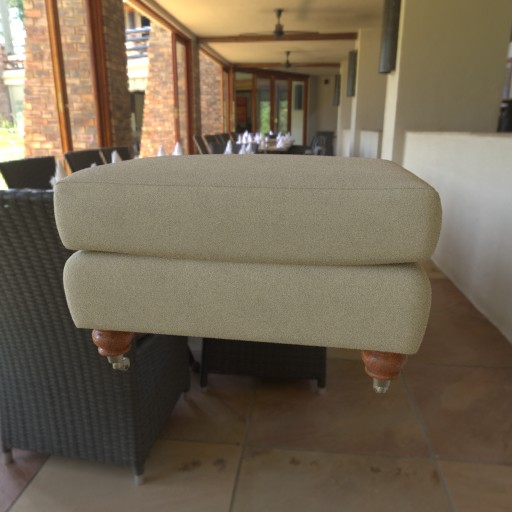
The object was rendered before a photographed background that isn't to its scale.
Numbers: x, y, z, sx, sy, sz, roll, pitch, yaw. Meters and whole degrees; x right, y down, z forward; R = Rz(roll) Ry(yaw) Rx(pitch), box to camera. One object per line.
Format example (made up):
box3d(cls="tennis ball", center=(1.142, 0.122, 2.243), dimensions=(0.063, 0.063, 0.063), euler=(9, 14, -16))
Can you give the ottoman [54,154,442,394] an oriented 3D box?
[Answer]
box3d(cls="ottoman", center=(0.000, 0.000, 1.136), dimensions=(0.773, 0.504, 0.569), euler=(3, 16, 9))
